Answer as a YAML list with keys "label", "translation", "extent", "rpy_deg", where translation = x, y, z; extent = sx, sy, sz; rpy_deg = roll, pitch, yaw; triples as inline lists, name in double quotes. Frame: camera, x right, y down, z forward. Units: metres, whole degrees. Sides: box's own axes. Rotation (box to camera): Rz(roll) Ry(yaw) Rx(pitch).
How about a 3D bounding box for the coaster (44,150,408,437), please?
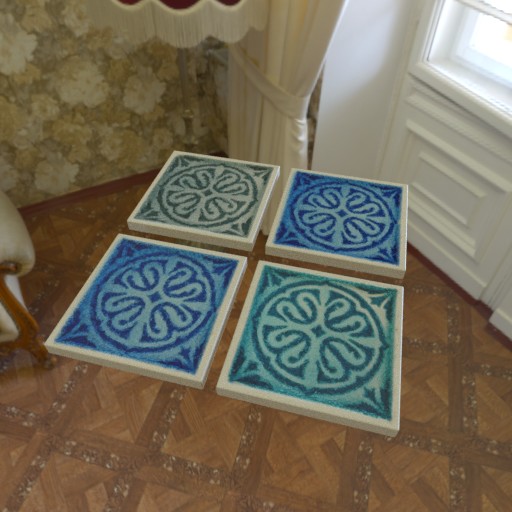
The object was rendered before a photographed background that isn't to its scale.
- label: "coaster"
  translation: [0.000, 0.000, 0.329]
  extent: [0.214, 0.010, 0.219]
  rpy_deg: [10, 47, 10]
